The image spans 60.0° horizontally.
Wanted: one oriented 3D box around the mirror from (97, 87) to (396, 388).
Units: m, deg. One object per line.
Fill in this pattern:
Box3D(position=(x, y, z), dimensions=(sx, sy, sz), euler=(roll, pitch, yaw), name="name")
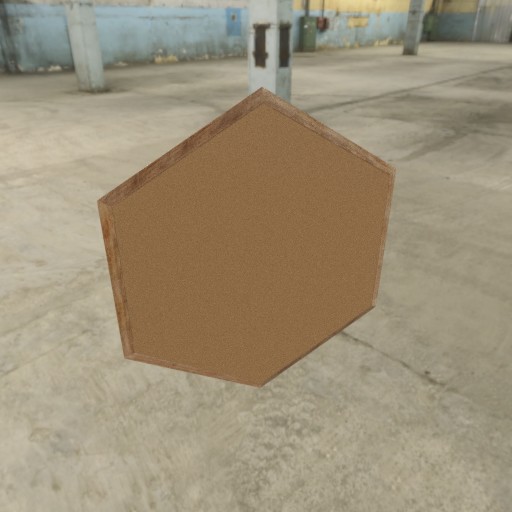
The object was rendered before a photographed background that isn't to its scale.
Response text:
Box3D(position=(0.000, 0.000, 1.074), dimensions=(0.675, 0.779, 0.091), euler=(-9, 29, -17), name="mirror")
